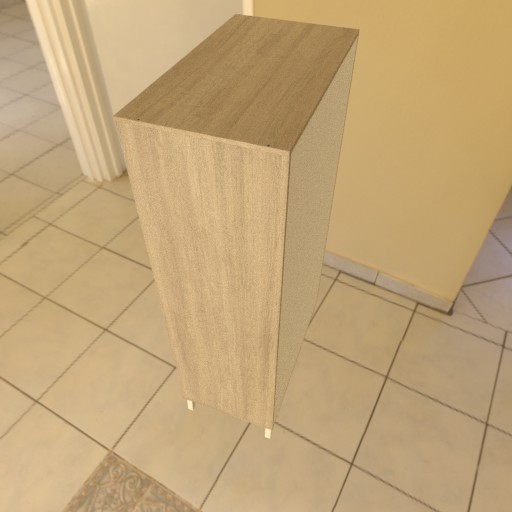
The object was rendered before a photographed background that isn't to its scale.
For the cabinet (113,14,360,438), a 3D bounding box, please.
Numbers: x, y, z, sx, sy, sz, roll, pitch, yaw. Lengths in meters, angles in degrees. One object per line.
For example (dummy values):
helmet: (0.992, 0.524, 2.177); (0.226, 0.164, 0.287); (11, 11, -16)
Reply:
cabinet: (0.000, 0.000, 2.343); (0.571, 1.999, 1.006); (15, 47, 14)
